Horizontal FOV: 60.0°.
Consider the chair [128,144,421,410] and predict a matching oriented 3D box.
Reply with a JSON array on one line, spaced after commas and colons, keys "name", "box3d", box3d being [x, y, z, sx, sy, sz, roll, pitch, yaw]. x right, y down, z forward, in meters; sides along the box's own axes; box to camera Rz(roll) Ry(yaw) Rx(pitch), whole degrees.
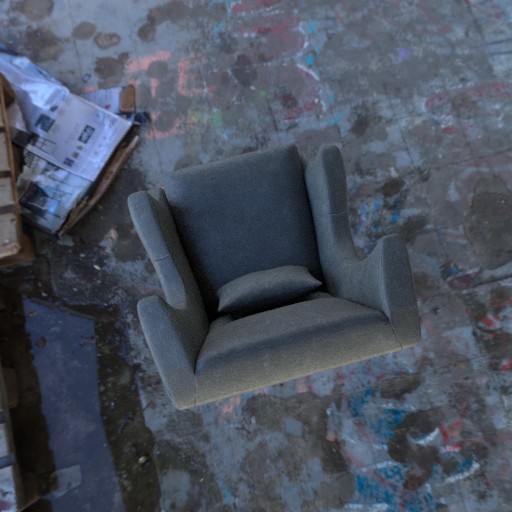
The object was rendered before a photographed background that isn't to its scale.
[{"name": "chair", "box3d": [0.000, 0.000, 1.722, 0.853, 1.016, 0.926, -14, 76, -4]}]
